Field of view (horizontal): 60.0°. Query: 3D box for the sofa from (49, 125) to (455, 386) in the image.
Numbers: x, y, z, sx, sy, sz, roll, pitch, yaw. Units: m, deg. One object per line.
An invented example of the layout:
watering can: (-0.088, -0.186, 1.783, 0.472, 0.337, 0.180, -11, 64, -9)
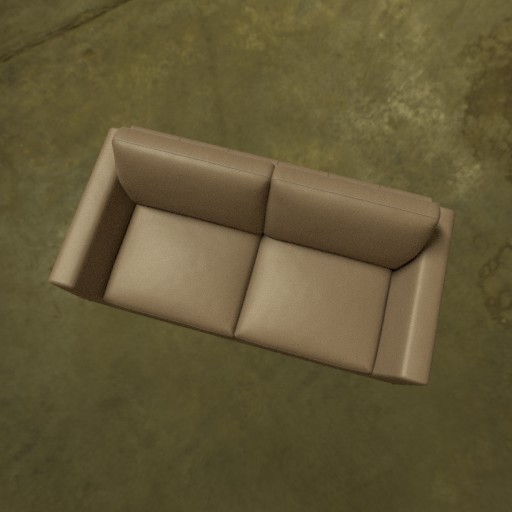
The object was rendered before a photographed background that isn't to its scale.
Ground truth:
sofa: (0.000, 0.000, 2.514, 2.017, 0.875, 0.953, 15, 75, 4)
